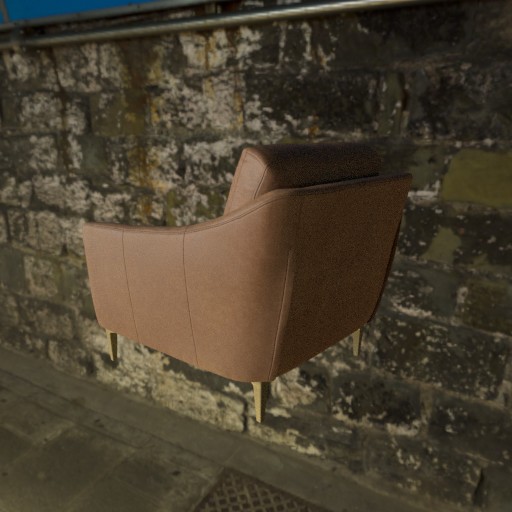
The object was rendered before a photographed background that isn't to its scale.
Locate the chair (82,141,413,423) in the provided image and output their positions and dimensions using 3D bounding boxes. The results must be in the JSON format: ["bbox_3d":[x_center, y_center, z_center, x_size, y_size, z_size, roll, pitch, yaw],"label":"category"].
[{"bbox_3d":[0.000,0.000,1.776,0.963,0.895,0.988,15,22,41],"label":"chair"}]
